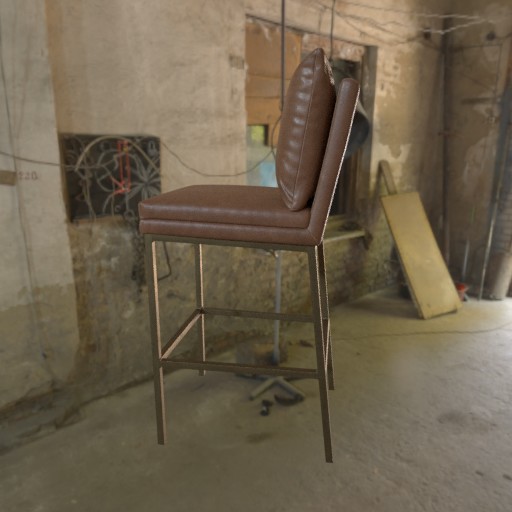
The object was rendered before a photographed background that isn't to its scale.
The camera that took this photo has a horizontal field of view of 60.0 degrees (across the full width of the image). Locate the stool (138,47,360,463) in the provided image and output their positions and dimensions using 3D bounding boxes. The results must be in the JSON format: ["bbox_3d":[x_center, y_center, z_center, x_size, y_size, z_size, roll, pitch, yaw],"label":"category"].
[{"bbox_3d":[0.000,0.000,1.404,0.571,1.124,0.463,3,15,10],"label":"stool"}]
